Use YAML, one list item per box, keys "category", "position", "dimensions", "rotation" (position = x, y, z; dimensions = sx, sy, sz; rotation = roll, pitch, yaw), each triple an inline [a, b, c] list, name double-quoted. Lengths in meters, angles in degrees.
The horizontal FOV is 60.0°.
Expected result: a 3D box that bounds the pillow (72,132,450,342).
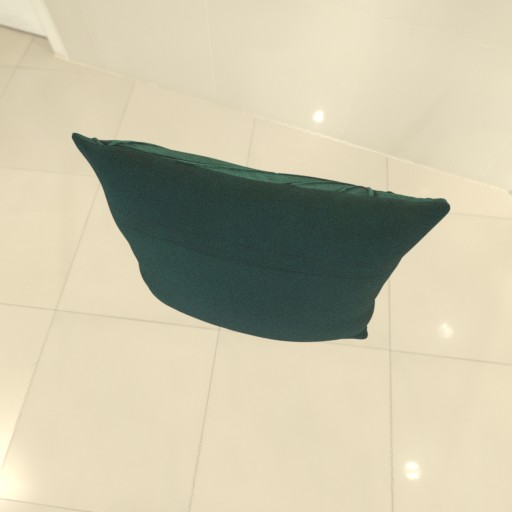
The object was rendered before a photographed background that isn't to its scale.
- category: "pillow"
  position: [0.000, 0.000, 0.676]
  dimensions: [0.439, 0.440, 0.184]
  rotation: [12, 64, 6]
